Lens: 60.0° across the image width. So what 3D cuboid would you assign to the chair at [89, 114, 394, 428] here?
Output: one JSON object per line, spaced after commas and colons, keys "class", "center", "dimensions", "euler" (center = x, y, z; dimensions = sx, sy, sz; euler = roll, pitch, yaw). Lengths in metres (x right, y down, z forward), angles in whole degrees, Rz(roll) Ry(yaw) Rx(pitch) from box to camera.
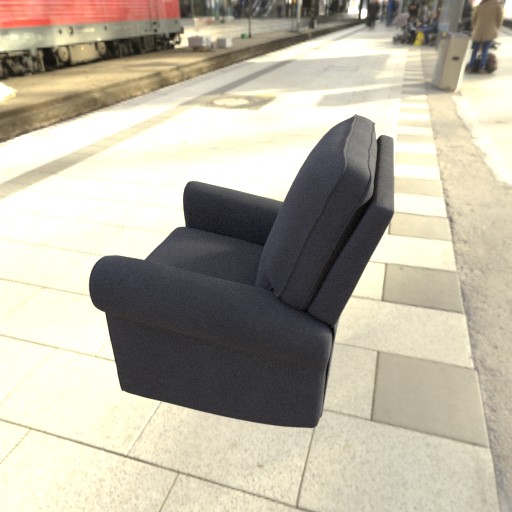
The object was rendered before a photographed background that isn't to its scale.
{"class": "chair", "center": [0.000, 0.000, 1.647], "dimensions": [0.878, 0.961, 0.890], "euler": [8, 30, 13]}
